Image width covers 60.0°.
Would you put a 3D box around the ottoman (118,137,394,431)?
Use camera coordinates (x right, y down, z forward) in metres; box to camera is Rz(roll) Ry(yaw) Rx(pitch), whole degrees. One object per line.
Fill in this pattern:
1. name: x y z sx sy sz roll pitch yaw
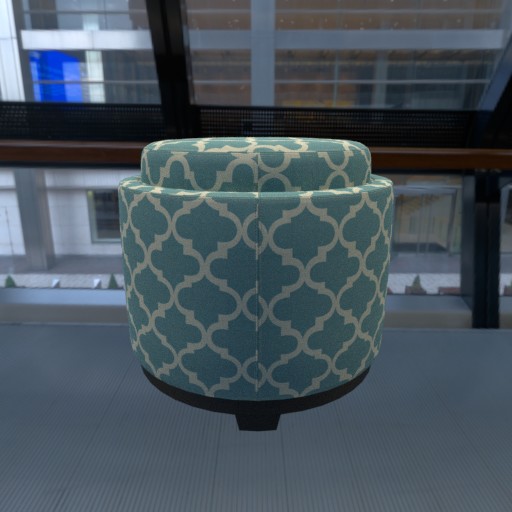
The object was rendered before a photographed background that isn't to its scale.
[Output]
1. ottoman: 0.000 0.000 0.831 0.480 0.429 0.480 0 16 0
